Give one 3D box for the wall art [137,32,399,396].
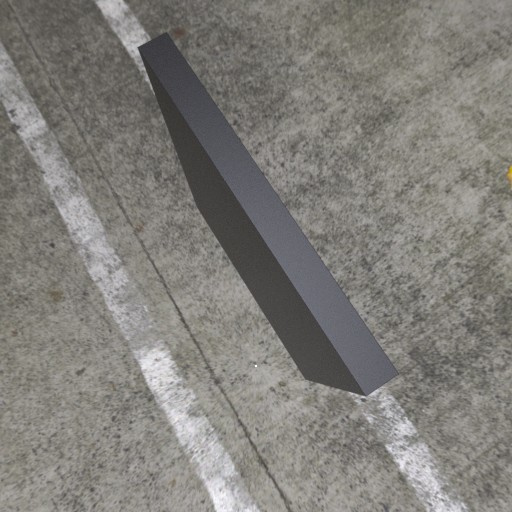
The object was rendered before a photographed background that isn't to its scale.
[{"bbox_3d":[0.000,0.000,0.519,0.028,0.380,0.325,-31,78,-7],"label":"wall art"}]
